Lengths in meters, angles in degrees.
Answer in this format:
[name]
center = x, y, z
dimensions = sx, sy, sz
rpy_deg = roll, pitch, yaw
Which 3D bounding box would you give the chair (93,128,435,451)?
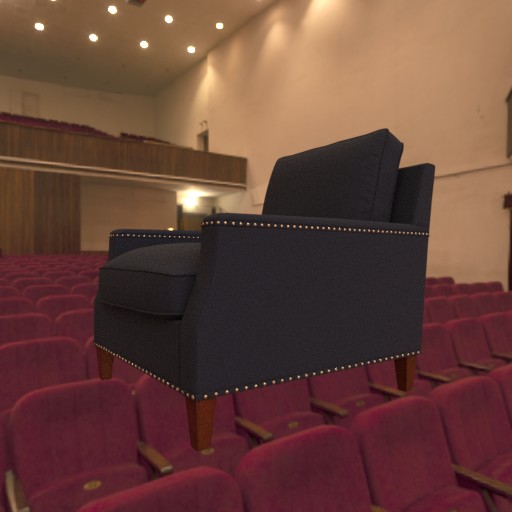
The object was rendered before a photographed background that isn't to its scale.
[chair]
center = 0.000, 0.000, 1.654
dimensions = 1.014, 0.943, 0.853
rpy_deg = 0, 0, -36
